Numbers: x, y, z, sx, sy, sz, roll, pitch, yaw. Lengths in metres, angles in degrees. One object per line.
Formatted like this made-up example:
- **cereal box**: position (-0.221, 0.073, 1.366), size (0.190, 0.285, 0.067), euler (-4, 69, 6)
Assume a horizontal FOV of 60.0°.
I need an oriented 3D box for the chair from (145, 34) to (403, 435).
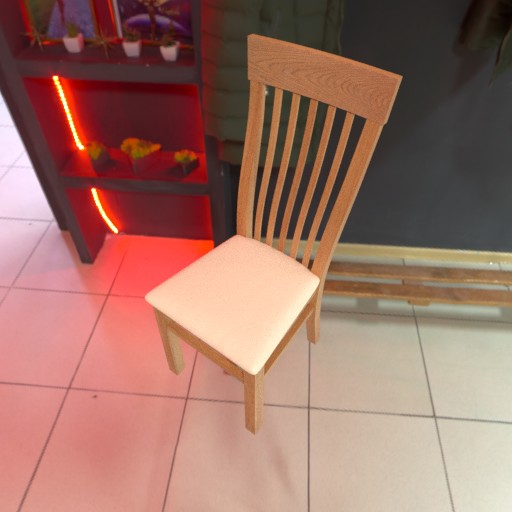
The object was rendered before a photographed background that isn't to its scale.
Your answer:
- **chair**: position (0.000, 0.000, 1.365), size (0.450, 1.050, 0.580), euler (29, 52, 25)
